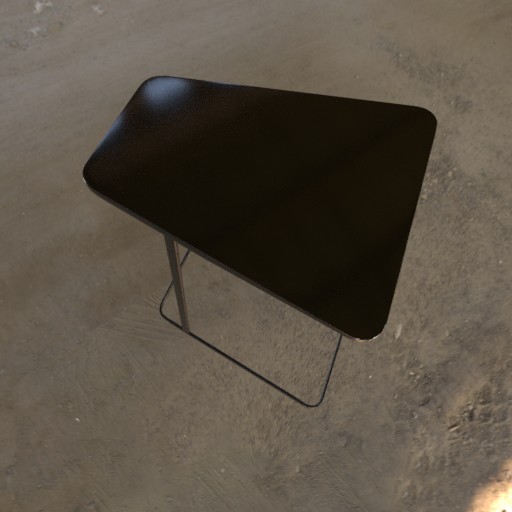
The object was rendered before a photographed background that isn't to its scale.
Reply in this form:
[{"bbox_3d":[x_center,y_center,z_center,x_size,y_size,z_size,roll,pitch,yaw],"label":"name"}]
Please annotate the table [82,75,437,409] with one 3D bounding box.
[{"bbox_3d":[0.000,0.000,0.967,0.500,0.624,0.427,19,65,9],"label":"table"}]
